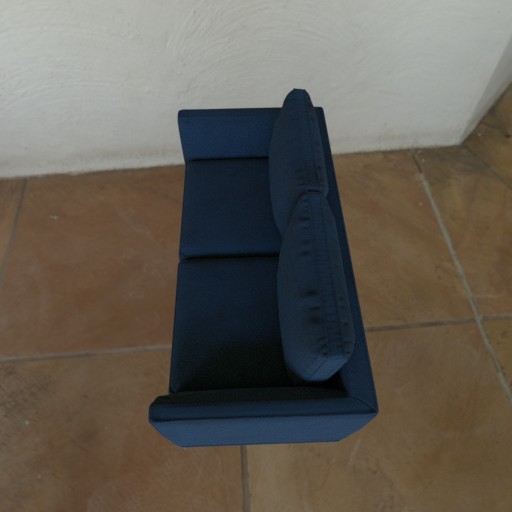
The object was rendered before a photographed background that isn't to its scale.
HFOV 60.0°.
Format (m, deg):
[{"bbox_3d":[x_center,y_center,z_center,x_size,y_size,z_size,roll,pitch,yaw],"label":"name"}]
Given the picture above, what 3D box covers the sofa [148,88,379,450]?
[{"bbox_3d":[0.000,0.000,2.302,0.853,1.002,1.770,-2,56,-1],"label":"sofa"}]
